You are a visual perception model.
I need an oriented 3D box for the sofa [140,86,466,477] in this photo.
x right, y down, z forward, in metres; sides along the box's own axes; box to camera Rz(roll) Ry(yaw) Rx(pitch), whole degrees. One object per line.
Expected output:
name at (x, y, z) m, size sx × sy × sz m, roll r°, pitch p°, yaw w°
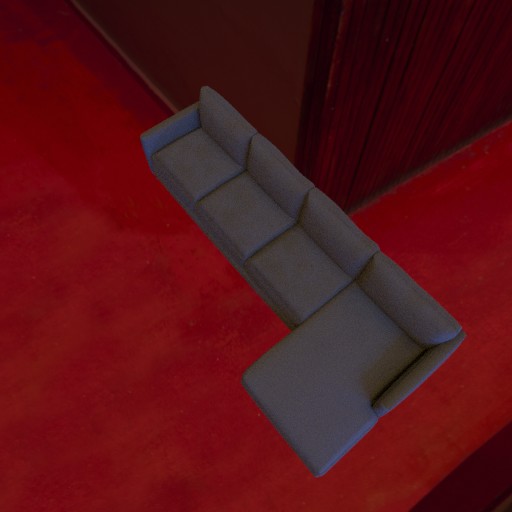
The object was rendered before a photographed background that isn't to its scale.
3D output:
sofa at (0.000, 0.000, 3.220) m, size 1.255 × 0.756 × 2.725 m, roll -36°, pitch 69°, yaw -16°
